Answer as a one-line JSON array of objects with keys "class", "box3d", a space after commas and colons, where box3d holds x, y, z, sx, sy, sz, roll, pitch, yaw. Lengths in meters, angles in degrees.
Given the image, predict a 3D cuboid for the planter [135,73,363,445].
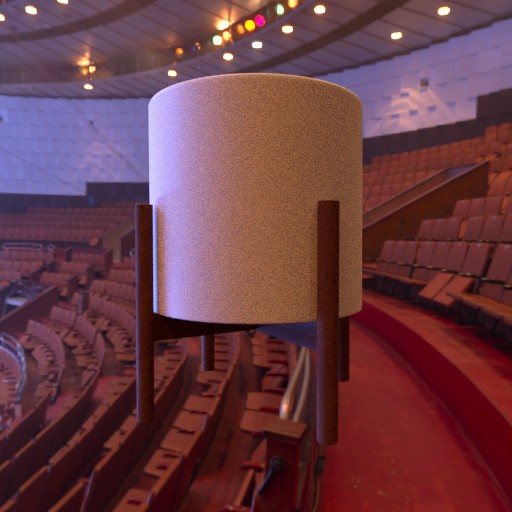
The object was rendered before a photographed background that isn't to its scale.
[{"class": "planter", "box3d": [0.000, 0.000, 0.902, 0.420, 0.581, 0.421, 1, 2, 17]}]
